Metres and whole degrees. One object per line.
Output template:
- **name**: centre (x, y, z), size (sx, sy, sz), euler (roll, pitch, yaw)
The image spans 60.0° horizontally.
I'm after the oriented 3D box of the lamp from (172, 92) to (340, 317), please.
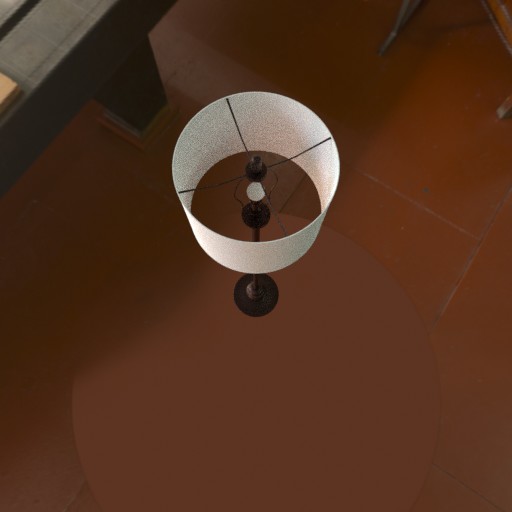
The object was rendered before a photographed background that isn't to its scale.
- **lamp**: centre (0.000, 0.000, 1.634), size (0.356, 1.487, 0.356), euler (-21, 75, -6)
